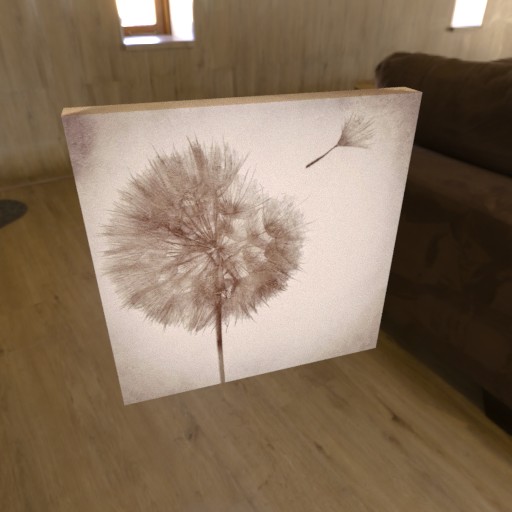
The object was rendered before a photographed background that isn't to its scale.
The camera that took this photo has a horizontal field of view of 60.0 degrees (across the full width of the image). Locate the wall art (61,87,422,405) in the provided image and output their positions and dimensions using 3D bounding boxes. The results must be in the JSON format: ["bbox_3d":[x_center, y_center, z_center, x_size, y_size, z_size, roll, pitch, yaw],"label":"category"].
[{"bbox_3d":[0.000,0.000,0.447,0.303,0.303,0.028,-9,32,-15],"label":"wall art"}]
